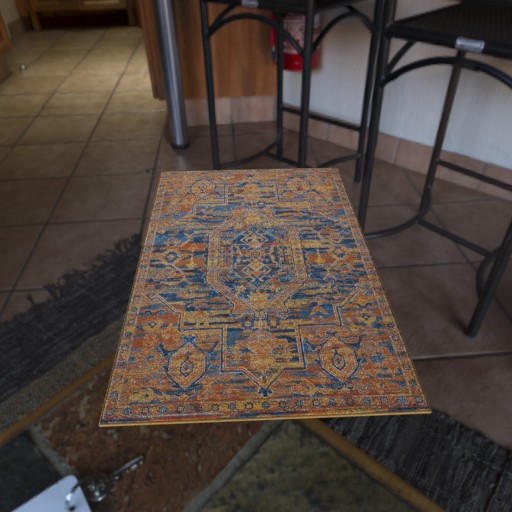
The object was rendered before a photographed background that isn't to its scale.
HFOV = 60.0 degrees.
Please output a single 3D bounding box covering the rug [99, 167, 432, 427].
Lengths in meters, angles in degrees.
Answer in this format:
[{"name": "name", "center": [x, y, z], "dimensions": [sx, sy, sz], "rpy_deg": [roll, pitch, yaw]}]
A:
[{"name": "rug", "center": [0.000, 0.000, 2.196], "dimensions": [1.148, 0.013, 1.758], "rpy_deg": [-2, 40, -2]}]
